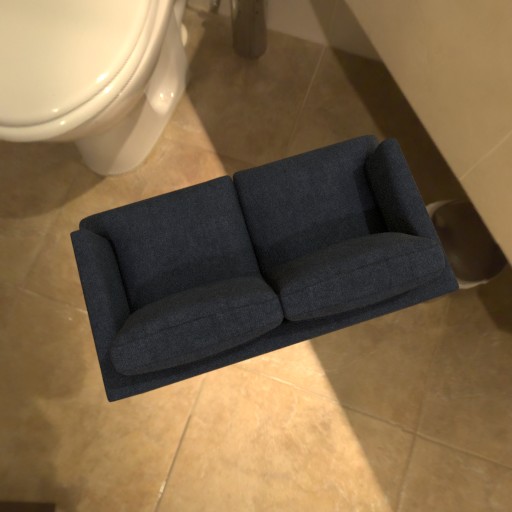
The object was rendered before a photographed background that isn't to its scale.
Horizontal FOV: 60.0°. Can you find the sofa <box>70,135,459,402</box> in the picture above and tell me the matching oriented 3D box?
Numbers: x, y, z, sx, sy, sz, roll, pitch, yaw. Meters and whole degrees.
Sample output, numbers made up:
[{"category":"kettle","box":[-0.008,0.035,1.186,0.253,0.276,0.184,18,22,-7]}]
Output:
[{"category":"sofa","box":[0.000,0.000,2.146,1.582,0.944,0.903,-17,77,-4]}]
